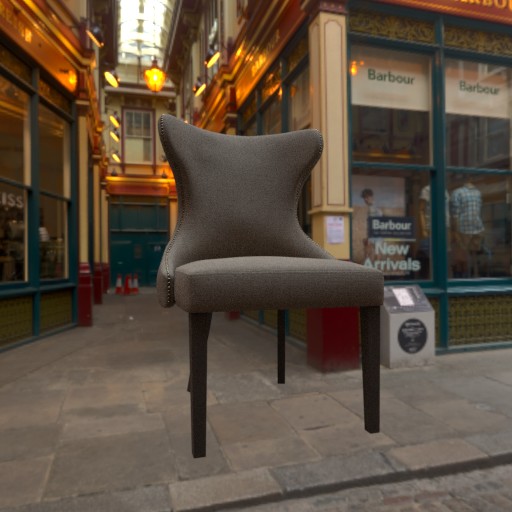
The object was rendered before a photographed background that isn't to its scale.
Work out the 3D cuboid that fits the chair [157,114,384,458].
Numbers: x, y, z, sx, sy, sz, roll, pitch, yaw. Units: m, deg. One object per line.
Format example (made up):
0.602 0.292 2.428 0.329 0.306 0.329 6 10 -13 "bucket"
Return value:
0.000 0.000 1.426 0.628 0.967 0.635 0 0 -18 "chair"
